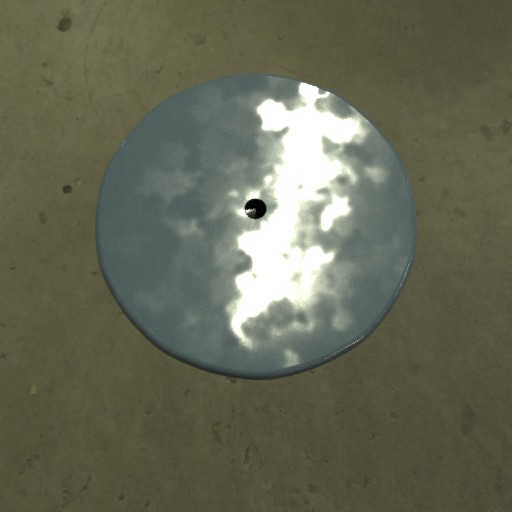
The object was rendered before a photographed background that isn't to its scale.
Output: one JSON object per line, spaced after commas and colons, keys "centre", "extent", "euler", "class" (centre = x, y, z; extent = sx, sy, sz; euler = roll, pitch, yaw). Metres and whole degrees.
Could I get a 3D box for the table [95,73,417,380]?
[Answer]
{"centre": [0.000, 0.000, 0.657], "extent": [0.352, 0.387, 0.352], "euler": [0, 75, 0], "class": "table"}
